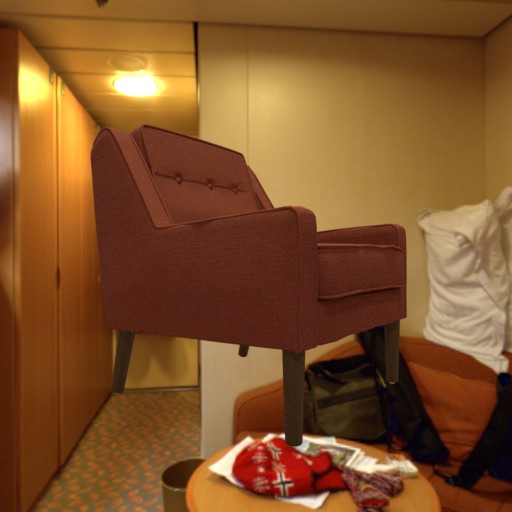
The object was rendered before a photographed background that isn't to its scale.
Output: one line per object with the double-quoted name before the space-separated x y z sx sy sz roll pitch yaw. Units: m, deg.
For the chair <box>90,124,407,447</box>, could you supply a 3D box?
"chair" 0.000 0.000 1.371 0.770 0.812 0.680 0 0 37
